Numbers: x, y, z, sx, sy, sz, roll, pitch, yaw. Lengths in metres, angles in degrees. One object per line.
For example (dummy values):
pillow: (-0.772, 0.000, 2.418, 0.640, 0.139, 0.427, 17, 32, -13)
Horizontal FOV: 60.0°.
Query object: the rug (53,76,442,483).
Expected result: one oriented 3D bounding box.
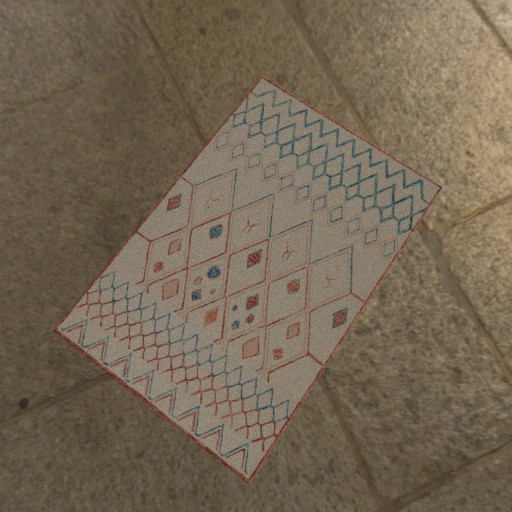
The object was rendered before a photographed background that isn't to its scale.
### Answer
rug: (0.000, 0.000, 2.340, 1.219, 0.016, 1.829, 35, 78, 8)
